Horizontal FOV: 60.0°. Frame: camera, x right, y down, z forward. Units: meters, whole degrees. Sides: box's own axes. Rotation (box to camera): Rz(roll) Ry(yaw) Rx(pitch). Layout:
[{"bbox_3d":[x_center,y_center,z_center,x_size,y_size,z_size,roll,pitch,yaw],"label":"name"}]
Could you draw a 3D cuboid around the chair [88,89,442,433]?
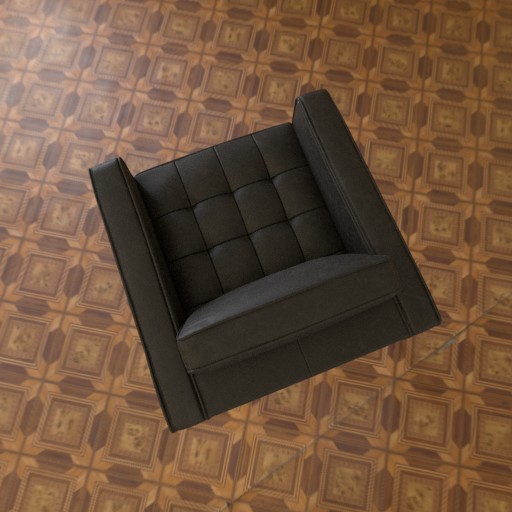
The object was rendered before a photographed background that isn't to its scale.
[{"bbox_3d":[0.000,0.000,1.593,0.889,0.763,0.914,-21,75,-6],"label":"chair"}]
